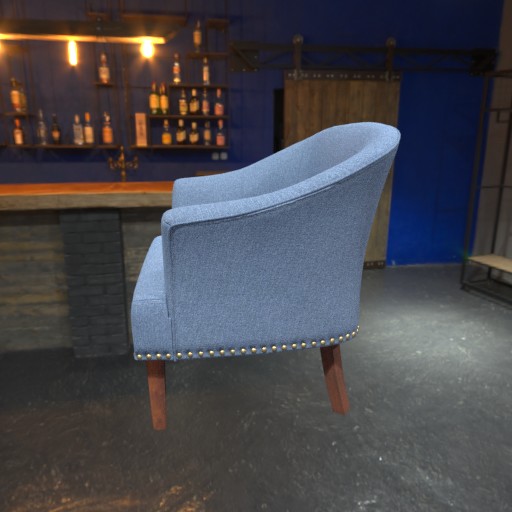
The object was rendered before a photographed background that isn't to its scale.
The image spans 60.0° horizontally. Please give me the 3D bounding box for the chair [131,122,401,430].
[{"bbox_3d":[0.000,0.000,1.407,0.704,0.815,0.772,-2,16,-8],"label":"chair"}]
